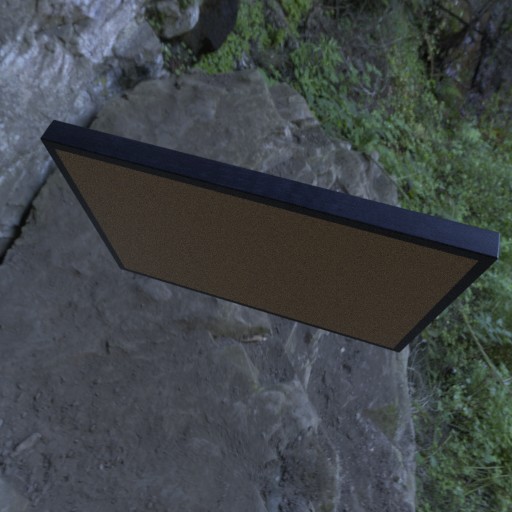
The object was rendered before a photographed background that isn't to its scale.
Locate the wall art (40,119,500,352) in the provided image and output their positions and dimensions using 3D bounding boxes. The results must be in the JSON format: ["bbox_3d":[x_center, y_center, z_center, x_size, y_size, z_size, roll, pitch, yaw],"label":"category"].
[{"bbox_3d":[0.000,0.000,0.751,0.610,0.409,0.038,16,63,8],"label":"wall art"}]
